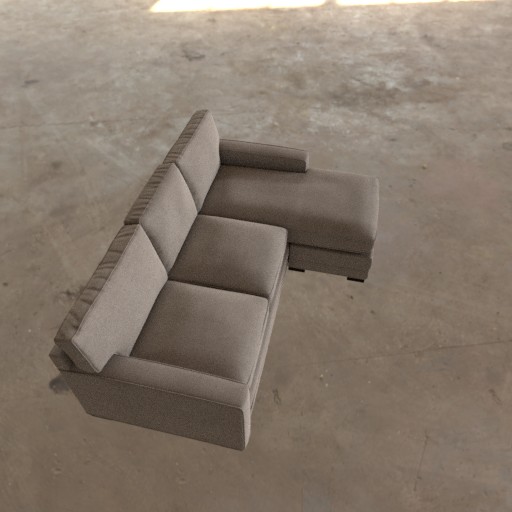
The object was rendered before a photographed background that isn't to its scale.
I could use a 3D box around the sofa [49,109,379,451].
[{"bbox_3d":[0.000,0.000,2.784,1.496,0.861,2.087,9,48,9],"label":"sofa"}]
